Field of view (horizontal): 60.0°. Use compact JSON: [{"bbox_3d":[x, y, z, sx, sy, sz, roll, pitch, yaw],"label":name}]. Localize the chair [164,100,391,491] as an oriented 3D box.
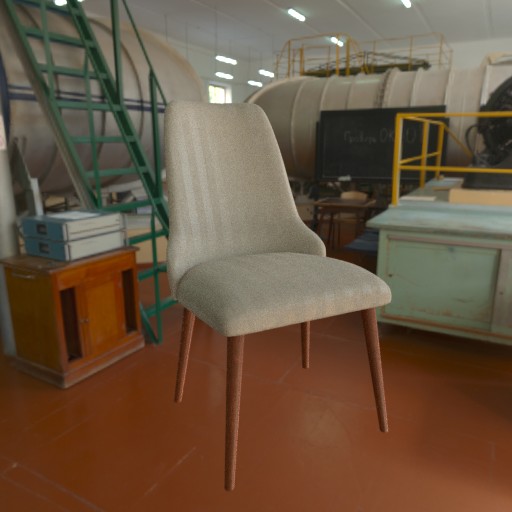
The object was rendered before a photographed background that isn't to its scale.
[{"bbox_3d":[0.000,0.000,1.317,0.526,0.917,0.684,-7,16,-26],"label":"chair"}]
